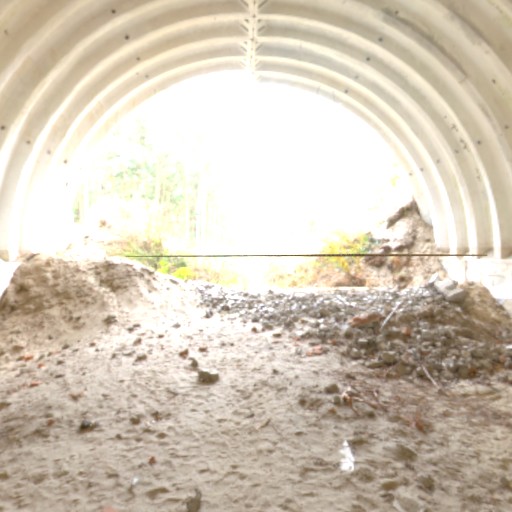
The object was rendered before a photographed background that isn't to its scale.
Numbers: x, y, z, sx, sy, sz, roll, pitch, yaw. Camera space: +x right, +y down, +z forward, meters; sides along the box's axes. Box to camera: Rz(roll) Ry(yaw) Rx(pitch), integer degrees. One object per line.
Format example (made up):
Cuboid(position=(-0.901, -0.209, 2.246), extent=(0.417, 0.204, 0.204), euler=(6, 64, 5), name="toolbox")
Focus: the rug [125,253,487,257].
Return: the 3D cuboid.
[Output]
Cuboid(position=(0.000, 0.000, 2.724), extent=(0.783, 0.006, 2.438), euler=(0, 0, -36), name="rug")
